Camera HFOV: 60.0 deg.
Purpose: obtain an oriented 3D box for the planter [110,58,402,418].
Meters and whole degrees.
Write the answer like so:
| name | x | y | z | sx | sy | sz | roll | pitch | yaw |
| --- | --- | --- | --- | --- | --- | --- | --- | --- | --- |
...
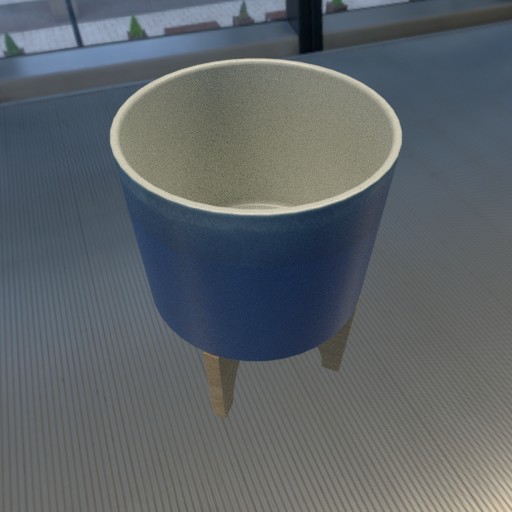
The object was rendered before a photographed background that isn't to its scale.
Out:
| name | x | y | z | sx | sy | sz | roll | pitch | yaw |
| --- | --- | --- | --- | --- | --- | --- | --- | --- | --- |
| planter | 0.000 | 0.000 | 0.538 | 0.261 | 0.367 | 0.261 | 0 | 47 | 0 |
